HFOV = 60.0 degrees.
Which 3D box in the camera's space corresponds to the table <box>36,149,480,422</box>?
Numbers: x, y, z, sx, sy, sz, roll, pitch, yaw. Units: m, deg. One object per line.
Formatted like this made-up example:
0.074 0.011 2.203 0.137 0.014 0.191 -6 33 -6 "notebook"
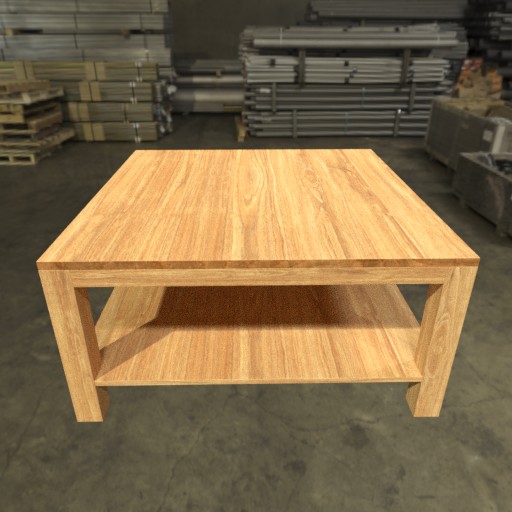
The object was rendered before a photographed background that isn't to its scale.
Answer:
0.000 0.000 1.400 0.900 0.450 0.900 0 27 -1 "table"
